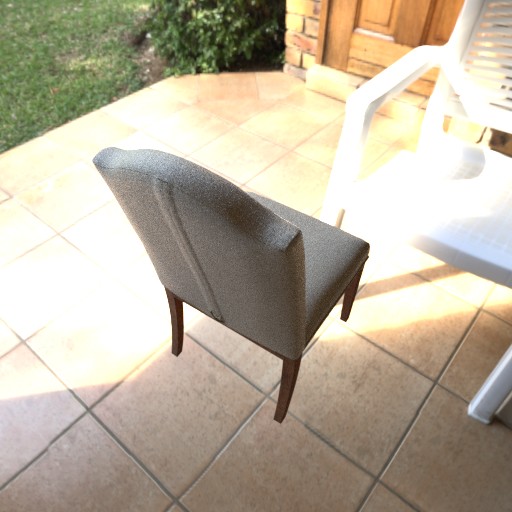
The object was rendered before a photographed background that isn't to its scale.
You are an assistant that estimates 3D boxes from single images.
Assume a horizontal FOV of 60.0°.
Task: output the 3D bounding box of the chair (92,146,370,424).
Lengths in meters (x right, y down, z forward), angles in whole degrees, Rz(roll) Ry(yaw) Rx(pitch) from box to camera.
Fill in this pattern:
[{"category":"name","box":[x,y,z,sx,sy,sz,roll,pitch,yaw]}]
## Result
[{"category":"chair","box":[0.000,0.000,1.387,0.534,1.012,0.648,26,52,23]}]
